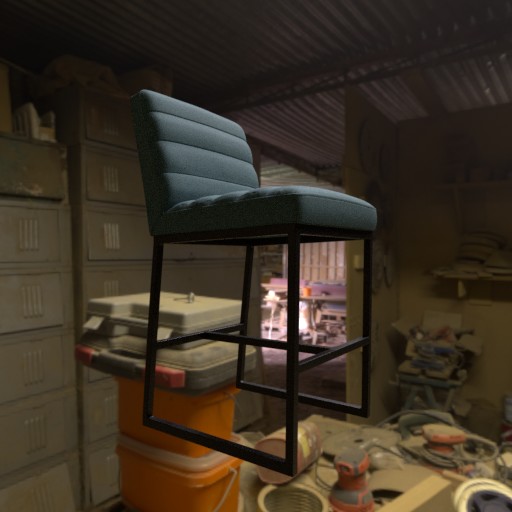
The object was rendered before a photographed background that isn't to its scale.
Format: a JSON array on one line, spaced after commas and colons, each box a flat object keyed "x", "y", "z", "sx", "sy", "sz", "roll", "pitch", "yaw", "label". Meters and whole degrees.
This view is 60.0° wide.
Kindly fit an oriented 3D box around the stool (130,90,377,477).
[{"x": 0.000, "y": 0.000, "z": 1.268, "sx": 0.560, "sy": 0.940, "sz": 0.460, "roll": 0, "pitch": 1, "yaw": 36, "label": "stool"}]
